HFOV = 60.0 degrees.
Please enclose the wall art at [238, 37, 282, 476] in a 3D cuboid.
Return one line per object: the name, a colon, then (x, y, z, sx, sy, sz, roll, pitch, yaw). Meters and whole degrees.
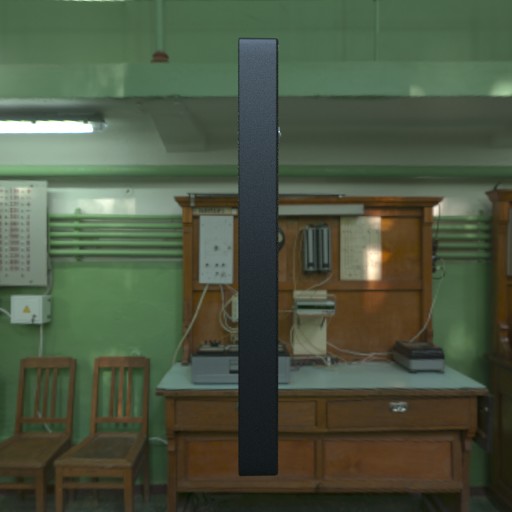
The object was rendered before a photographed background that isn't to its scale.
wall art: (0.000, 0.000, 0.611, 0.041, 0.407, 0.406, 0, 1, -1)
